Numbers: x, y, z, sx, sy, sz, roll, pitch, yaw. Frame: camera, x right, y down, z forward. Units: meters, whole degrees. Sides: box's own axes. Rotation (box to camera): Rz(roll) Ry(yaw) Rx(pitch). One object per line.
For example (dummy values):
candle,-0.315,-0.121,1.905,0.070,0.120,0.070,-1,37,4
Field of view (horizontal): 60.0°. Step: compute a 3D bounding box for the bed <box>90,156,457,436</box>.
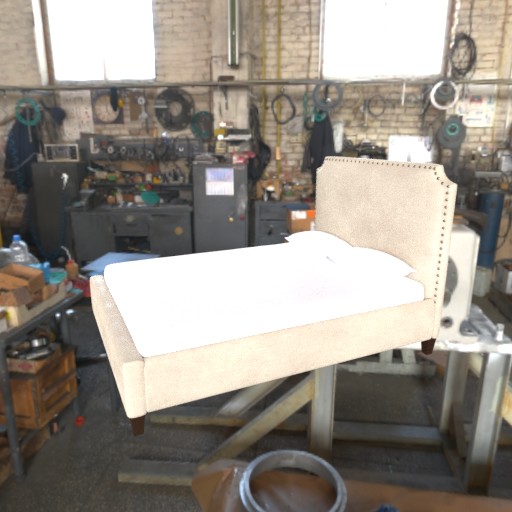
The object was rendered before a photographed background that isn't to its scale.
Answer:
bed,0.000,0.000,3.498,2.372,1.443,1.712,-7,17,-25
